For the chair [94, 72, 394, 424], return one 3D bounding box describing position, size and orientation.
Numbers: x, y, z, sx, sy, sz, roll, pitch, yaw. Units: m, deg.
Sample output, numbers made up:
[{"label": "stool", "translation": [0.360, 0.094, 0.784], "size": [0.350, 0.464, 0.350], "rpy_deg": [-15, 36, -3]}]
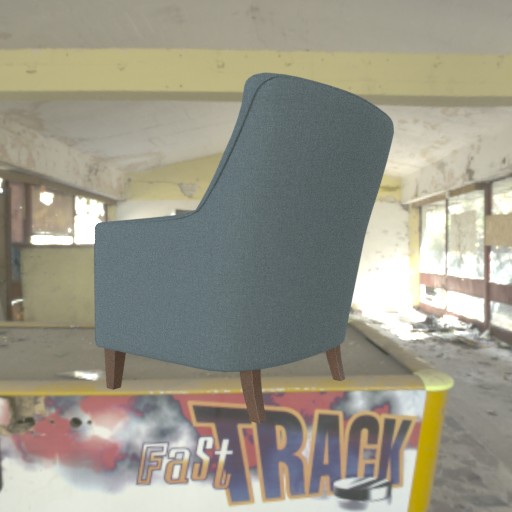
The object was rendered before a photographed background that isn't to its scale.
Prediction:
[{"label": "chair", "translation": [0.000, 0.000, 1.553], "size": [0.879, 0.916, 0.756], "rpy_deg": [0, 1, 37]}]
